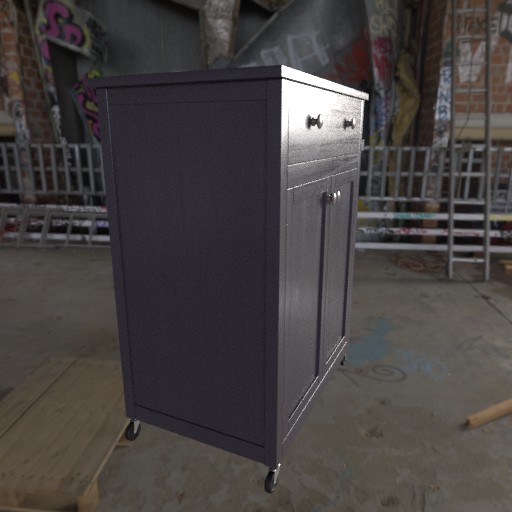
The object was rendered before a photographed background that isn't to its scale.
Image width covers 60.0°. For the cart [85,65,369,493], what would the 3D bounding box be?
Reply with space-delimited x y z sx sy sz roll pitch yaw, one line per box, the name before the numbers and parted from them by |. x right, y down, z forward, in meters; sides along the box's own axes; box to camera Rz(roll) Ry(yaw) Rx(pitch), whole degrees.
cart | 0.000 0.000 1.233 0.449 0.878 0.690 7 17 25
